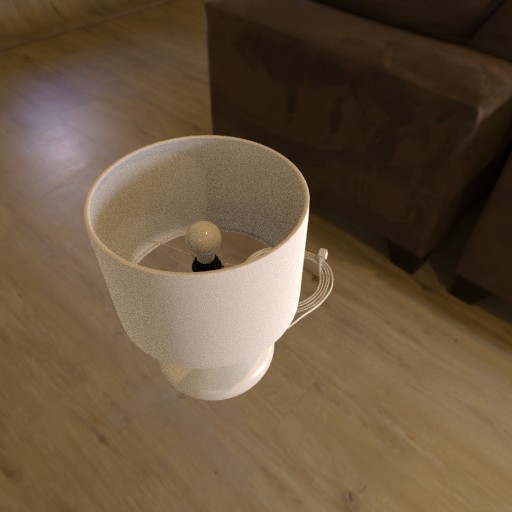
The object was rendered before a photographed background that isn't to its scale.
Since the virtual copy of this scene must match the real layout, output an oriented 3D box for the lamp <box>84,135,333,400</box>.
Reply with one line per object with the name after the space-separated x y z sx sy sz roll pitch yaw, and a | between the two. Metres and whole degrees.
0.000 0.000 0.842 0.546 0.457 0.401 -23 50 -21 | lamp
